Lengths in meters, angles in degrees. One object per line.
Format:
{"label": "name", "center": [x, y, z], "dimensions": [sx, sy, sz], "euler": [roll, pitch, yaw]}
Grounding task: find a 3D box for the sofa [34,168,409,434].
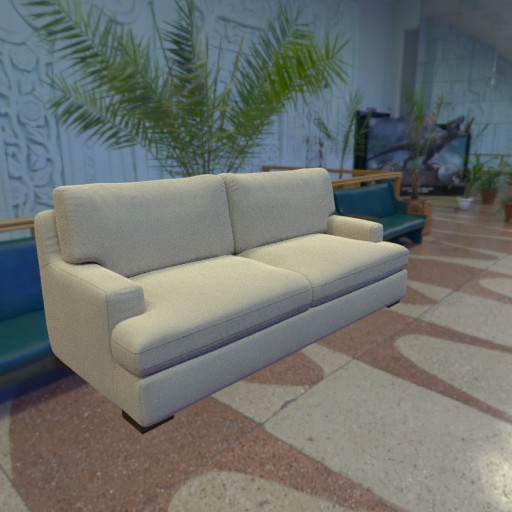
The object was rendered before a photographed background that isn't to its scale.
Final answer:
{"label": "sofa", "center": [0.000, 0.000, 2.611], "dimensions": [2.147, 0.925, 0.929], "euler": [-14, 20, -43]}
